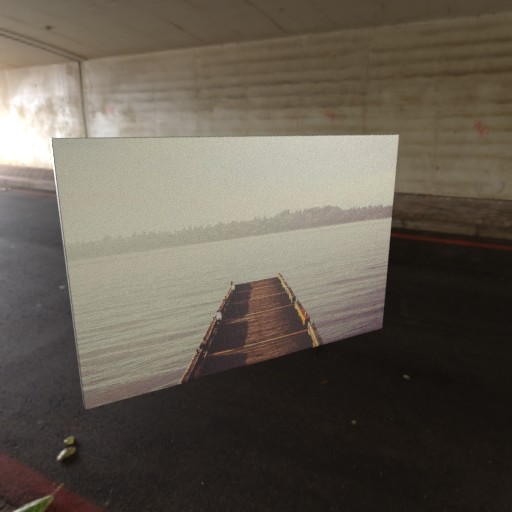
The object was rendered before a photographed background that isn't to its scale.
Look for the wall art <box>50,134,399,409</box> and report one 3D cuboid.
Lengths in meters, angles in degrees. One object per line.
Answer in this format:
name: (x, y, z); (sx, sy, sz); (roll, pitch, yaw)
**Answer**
wall art: (0.000, 0.000, 0.781); (0.615, 0.410, 0.021); (-9, 18, -27)
